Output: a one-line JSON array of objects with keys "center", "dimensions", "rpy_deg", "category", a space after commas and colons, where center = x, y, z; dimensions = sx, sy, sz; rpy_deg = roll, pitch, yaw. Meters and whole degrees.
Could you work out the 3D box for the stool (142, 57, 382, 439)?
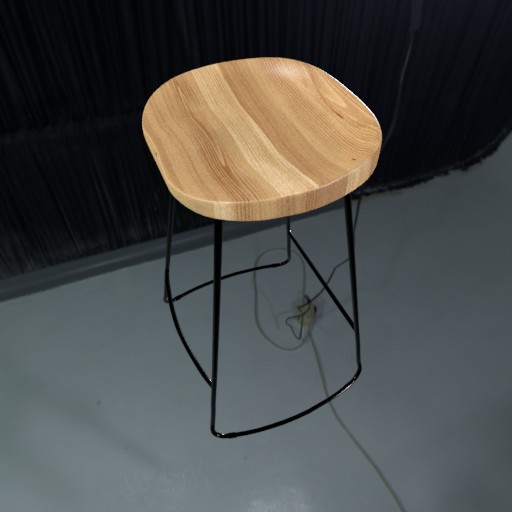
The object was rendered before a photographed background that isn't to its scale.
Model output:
[{"center": [0.000, 0.000, 0.949], "dimensions": [0.401, 0.679, 0.480], "rpy_deg": [-18, 50, -15], "category": "stool"}]
